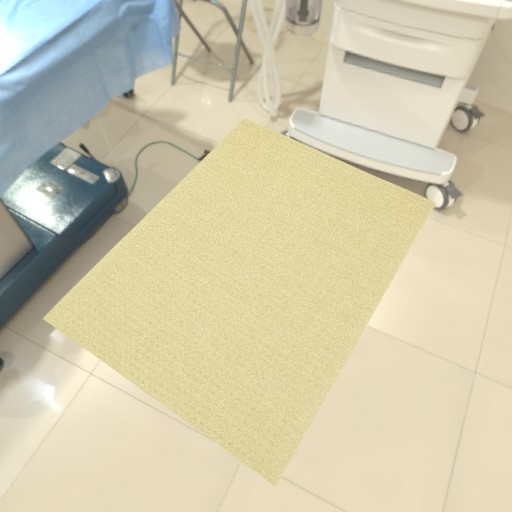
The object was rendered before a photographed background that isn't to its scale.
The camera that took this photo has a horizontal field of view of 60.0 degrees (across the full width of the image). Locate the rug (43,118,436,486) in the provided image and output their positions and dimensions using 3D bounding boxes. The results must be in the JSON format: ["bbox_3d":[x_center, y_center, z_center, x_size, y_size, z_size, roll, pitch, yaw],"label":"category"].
[{"bbox_3d":[0.000,0.000,4.312,2.452,0.016,3.204,29,62,17],"label":"rug"}]
